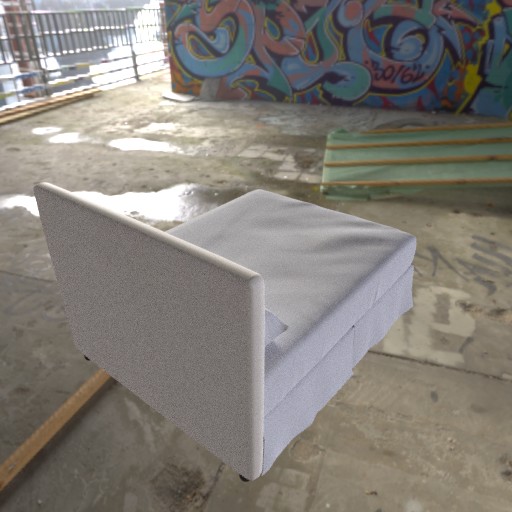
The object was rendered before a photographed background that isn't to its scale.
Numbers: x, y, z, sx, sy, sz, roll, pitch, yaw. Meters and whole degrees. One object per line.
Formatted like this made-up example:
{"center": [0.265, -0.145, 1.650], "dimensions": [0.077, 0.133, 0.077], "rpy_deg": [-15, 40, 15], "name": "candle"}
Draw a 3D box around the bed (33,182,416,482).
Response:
{"center": [0.000, 0.000, 3.146], "dimensions": [1.713, 1.330, 2.142], "rpy_deg": [22, 37, 33], "name": "bed"}
